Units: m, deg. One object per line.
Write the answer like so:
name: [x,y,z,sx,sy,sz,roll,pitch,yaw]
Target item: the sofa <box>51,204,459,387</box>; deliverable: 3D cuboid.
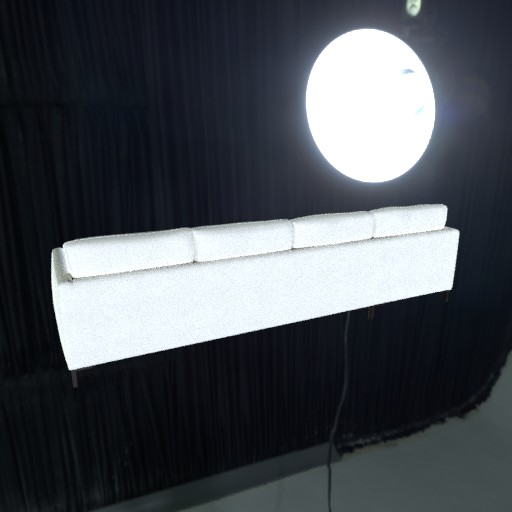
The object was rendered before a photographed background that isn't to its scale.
sofa: [0.000,0.000,3.767,3.186,0.875,1.467,-8,18,-25]
